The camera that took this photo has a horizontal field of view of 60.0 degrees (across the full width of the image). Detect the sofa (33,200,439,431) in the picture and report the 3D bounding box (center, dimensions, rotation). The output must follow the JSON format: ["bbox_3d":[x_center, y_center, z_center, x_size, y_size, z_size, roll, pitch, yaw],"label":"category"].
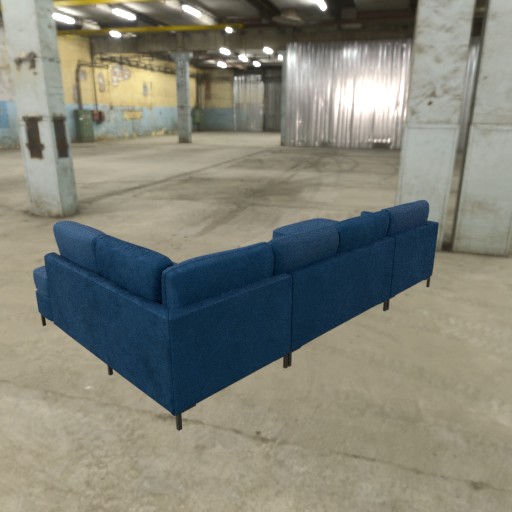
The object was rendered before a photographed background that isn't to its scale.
[{"bbox_3d":[0.000,0.000,4.268,2.055,0.992,3.434,16,23,42],"label":"sofa"}]
